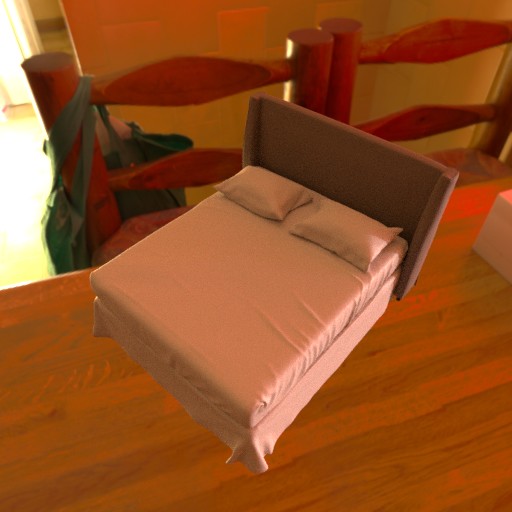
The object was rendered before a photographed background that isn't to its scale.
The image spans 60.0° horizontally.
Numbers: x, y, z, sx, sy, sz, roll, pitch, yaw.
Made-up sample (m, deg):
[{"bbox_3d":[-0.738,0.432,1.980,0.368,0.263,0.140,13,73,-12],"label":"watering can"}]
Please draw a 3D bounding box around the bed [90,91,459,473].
[{"bbox_3d":[0.000,0.000,3.463,1.925,1.332,2.276,32,54,28],"label":"bed"}]
